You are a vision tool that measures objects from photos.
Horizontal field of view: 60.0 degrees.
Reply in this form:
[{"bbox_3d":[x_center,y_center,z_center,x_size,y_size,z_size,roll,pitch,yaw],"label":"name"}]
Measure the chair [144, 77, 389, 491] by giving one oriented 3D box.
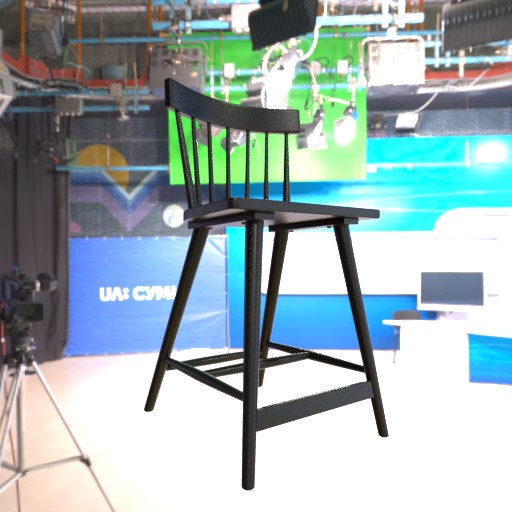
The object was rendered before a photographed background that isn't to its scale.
[{"bbox_3d":[0.000,0.000,1.255,0.483,0.952,0.572,0,1,-36],"label":"chair"}]
